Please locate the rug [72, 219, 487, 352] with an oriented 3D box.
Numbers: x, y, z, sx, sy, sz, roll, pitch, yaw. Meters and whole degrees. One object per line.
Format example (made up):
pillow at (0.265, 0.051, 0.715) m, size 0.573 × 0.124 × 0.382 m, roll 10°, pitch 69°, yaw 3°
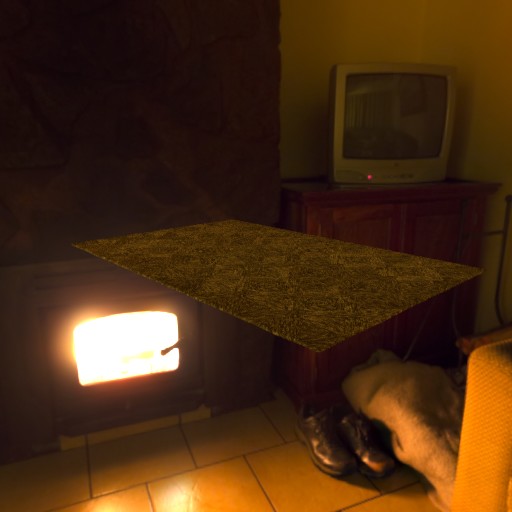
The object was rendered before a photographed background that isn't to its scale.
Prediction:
rug at (0.000, 0.000, 2.260) m, size 1.189 × 0.011 × 1.808 m, roll -13°, pitch 20°, yaw -41°
